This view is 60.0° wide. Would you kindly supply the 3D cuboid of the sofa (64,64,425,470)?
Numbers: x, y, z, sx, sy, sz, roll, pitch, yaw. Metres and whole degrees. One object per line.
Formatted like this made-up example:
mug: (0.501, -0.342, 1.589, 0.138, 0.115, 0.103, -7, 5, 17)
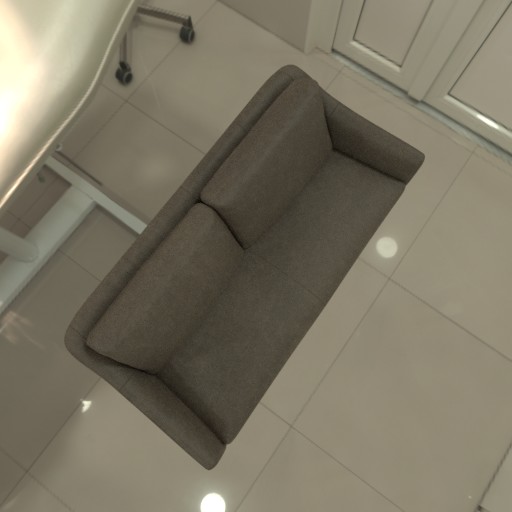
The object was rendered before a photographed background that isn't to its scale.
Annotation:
sofa: (0.000, 0.000, 2.500, 0.960, 0.902, 2.036, 35, 78, 8)
